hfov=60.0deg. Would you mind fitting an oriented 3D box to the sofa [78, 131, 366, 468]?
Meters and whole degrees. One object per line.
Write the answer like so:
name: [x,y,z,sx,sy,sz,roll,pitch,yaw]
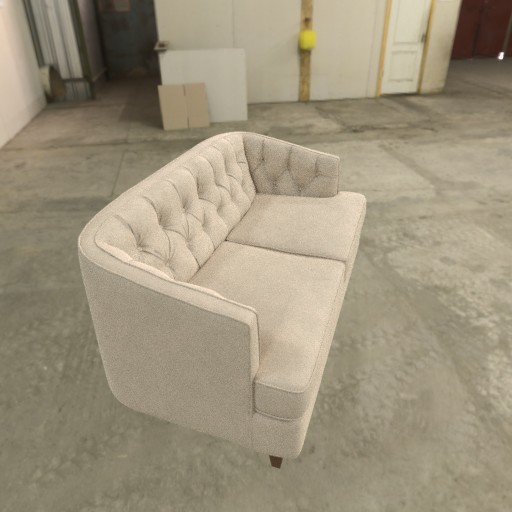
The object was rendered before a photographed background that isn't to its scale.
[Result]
sofa: [0.000,0.000,2.261,0.940,0.878,1.731,10,32,16]
